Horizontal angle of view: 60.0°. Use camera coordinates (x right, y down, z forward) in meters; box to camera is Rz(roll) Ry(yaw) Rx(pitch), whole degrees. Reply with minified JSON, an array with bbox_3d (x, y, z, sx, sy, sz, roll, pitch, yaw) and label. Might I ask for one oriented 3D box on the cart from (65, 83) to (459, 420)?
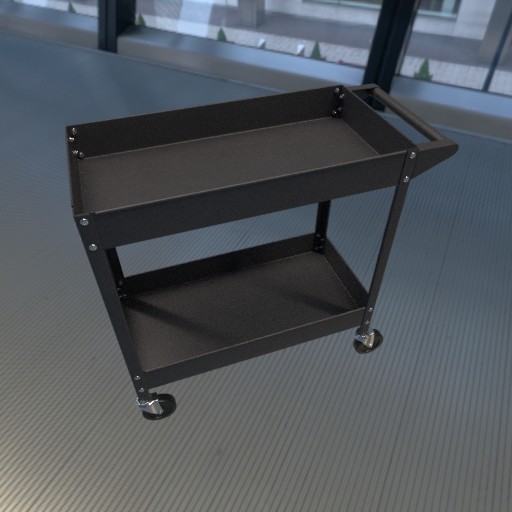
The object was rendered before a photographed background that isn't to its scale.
[{"bbox_3d":[0.000,0.000,1.180,0.779,0.719,0.366,-14,45,-14],"label":"cart"}]
